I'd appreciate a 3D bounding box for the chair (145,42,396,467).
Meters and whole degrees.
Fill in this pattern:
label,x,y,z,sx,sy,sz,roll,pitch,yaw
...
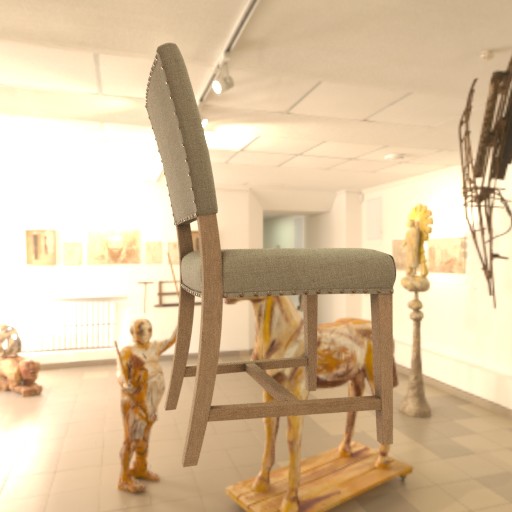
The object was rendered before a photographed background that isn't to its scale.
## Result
label,x,y,z,sx,sy,sz,roll,pitch,yaw
chair,0.000,0.000,1.306,0.622,0.986,0.508,0,1,-18
